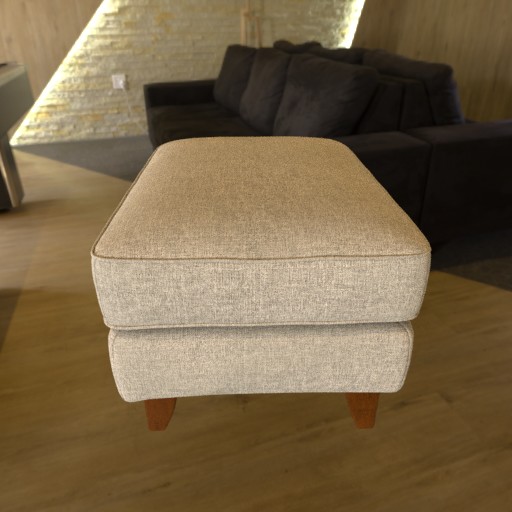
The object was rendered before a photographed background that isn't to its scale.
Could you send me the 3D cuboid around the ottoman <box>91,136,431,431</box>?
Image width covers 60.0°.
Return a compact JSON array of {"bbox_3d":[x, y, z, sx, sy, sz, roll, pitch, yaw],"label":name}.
[{"bbox_3d":[0.000,0.000,1.278,0.661,0.561,0.889,-1,28,-2],"label":"ottoman"}]
